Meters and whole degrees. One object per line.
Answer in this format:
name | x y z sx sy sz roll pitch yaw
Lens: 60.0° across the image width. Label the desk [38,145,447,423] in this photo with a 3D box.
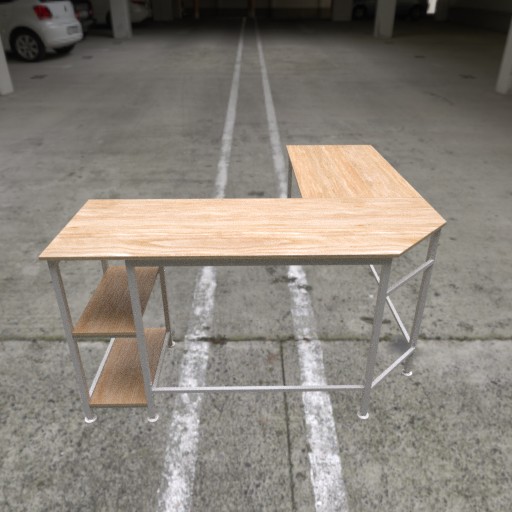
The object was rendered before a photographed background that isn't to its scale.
desk | 0.000 0.000 2.171 1.379 0.739 1.379 0 28 -1
